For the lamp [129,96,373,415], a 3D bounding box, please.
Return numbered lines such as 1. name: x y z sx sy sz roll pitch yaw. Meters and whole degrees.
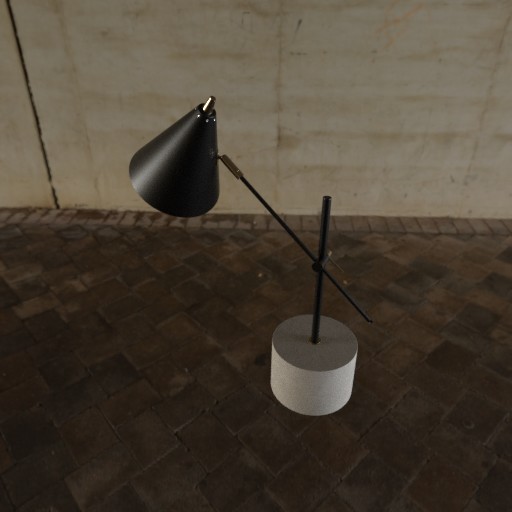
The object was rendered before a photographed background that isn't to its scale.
1. lamp: 0.000 0.000 0.741 0.403 0.518 0.214 20 36 30
